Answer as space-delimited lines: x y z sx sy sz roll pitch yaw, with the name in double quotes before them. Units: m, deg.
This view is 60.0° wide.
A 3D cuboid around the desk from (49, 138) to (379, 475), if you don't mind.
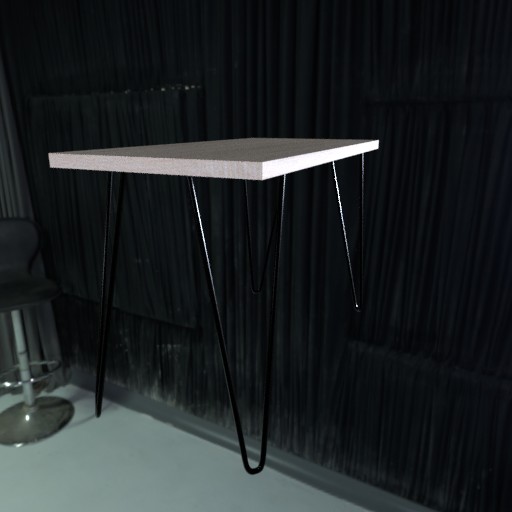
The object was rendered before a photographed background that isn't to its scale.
"desk" 0.000 0.000 1.358 0.499 0.660 0.991 8 19 24
